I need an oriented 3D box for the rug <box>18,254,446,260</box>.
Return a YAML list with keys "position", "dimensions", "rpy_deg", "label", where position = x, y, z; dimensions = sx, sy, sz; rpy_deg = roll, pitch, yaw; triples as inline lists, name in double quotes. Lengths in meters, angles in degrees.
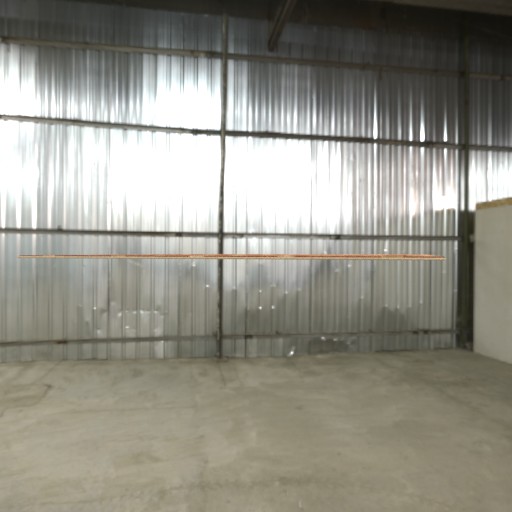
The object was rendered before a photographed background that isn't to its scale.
- position: [0.000, 0.000, 4.088]
  dimensions: [3.049, 0.021, 2.466]
  rpy_deg: [0, 0, 19]
  label: "rug"
